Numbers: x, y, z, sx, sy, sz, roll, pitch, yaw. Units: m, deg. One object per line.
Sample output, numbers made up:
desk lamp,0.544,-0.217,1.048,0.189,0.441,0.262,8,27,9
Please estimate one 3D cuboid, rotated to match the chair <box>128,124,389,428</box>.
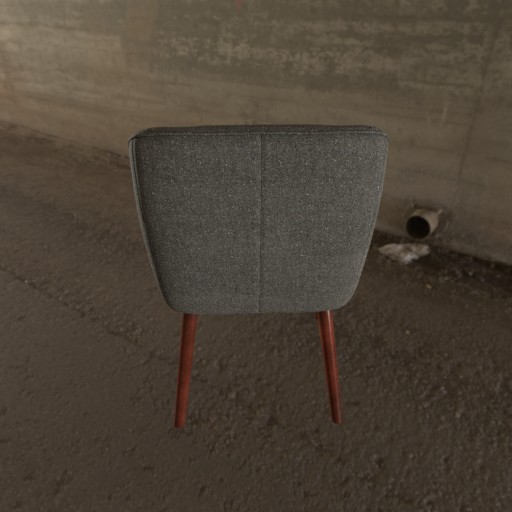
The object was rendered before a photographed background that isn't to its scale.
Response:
chair,0.000,0.000,1.171,0.543,0.803,0.519,-1,31,-2
